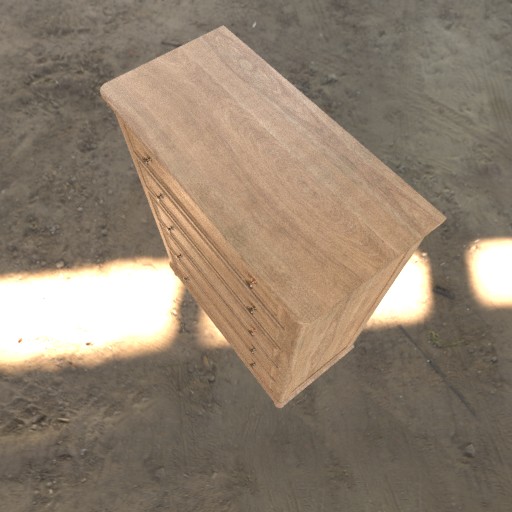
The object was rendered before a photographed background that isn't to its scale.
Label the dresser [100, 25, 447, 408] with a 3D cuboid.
[{"bbox_3d":[0.000,0.000,1.828,0.484,1.318,0.973,-35,68,-17],"label":"dresser"}]
